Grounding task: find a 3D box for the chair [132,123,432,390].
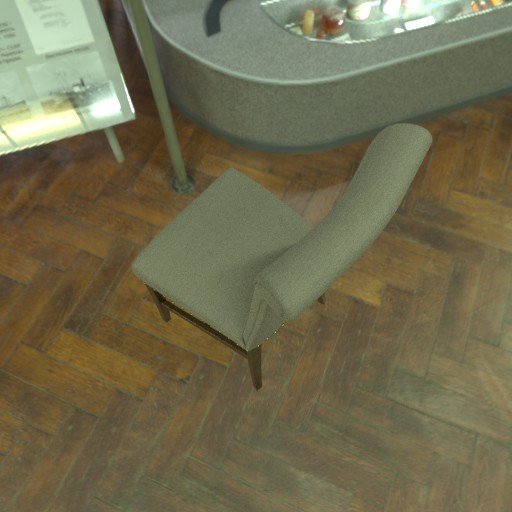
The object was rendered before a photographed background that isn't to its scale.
[{"bbox_3d":[0.000,0.000,1.330,0.608,0.988,0.513,34,67,17],"label":"chair"}]
